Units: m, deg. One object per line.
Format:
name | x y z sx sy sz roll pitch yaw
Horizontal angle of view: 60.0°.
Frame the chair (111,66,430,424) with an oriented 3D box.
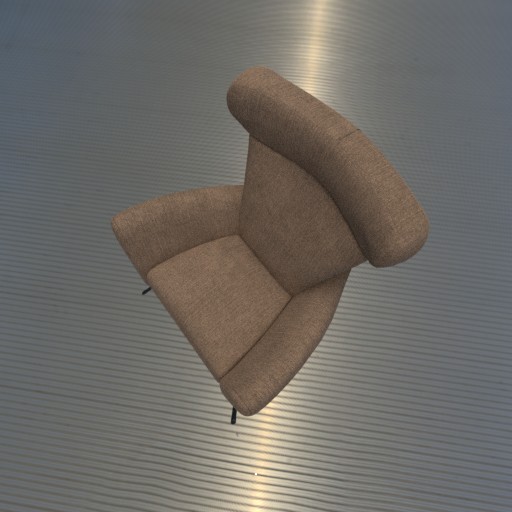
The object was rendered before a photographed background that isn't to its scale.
chair | 0.000 0.000 1.815 0.900 1.040 0.980 -34 69 -15
